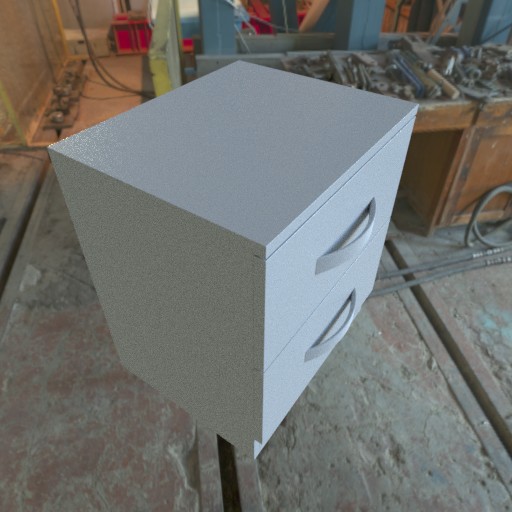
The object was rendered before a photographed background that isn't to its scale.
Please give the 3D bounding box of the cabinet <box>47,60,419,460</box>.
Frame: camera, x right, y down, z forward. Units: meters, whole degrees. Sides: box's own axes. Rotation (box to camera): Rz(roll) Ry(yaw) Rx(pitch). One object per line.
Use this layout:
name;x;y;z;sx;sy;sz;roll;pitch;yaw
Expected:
cabinet;0.000;0.000;0.756;0.360;0.470;0.400;25;47;26
